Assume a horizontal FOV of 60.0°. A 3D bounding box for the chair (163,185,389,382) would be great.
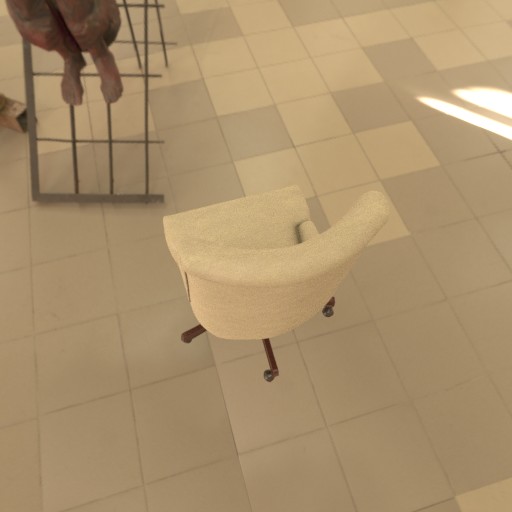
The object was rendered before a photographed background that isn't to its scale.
[{"bbox_3d":[0.000,0.000,1.441,0.645,1.010,0.696,-15,60,-8],"label":"chair"}]
